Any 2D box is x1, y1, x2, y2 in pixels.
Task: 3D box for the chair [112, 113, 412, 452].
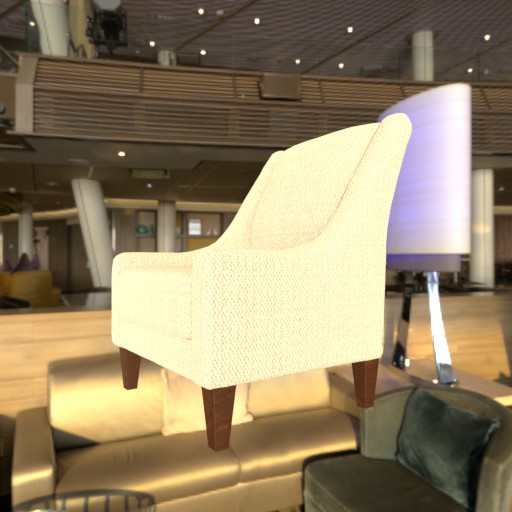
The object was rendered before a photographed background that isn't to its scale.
[{"bbox_3d":[0.000,0.000,1.641,0.870,1.014,0.774,0,-1,-35],"label":"chair"}]
